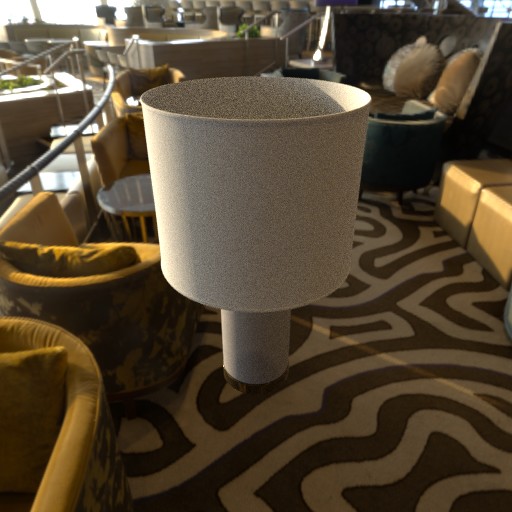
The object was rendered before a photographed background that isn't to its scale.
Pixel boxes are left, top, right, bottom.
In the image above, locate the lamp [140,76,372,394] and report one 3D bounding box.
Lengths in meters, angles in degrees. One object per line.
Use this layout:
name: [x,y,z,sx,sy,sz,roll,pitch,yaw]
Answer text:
lamp: [0.000,0.000,0.544,0.229,0.380,0.229,0,30,0]
